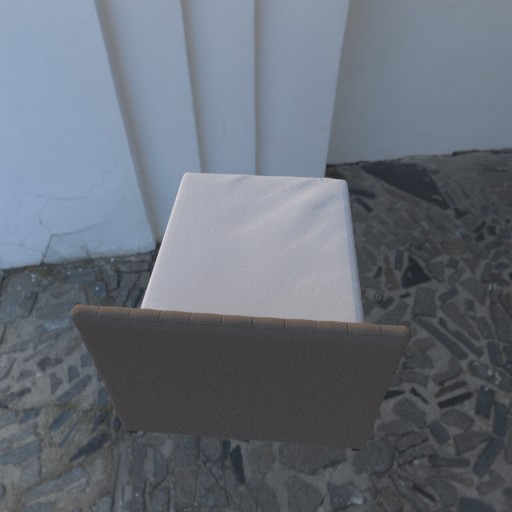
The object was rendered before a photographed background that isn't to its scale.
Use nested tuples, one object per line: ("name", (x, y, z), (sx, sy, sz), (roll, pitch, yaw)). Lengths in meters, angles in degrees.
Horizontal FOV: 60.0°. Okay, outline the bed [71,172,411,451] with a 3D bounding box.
("bed", (0.000, 0.000, 3.463), (1.698, 1.427, 2.387), (3, 46, 3))
